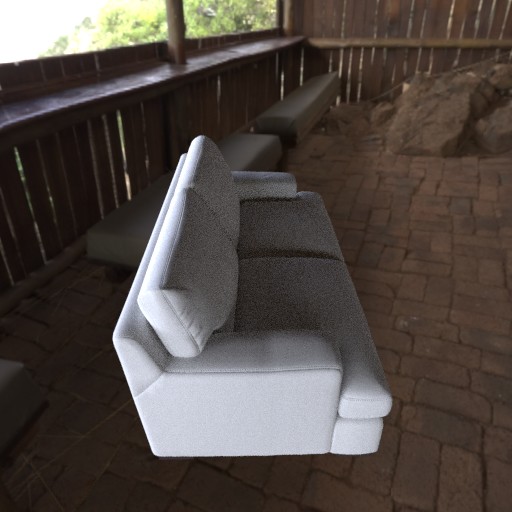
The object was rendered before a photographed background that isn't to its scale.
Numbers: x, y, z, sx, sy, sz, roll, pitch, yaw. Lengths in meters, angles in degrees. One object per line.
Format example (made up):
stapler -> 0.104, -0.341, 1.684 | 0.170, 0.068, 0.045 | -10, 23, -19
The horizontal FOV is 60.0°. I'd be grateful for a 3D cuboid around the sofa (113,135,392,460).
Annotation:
sofa -> 0.000, 0.000, 2.752 | 1.143, 0.940, 2.261 | -1, 31, -1
